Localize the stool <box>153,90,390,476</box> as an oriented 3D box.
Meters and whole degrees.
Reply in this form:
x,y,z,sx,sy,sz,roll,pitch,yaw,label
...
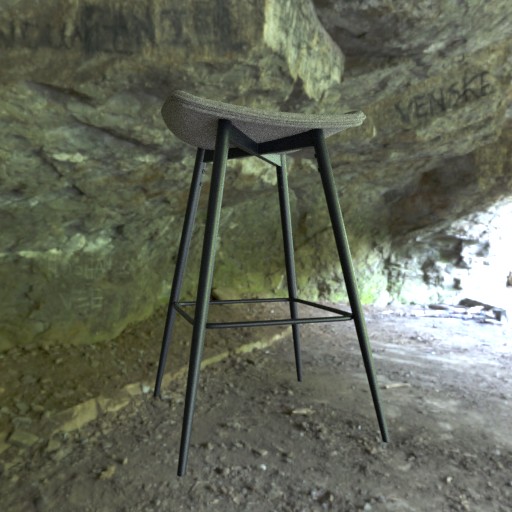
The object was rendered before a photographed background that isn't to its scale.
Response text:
x,y,z,sx,sy,sz,roll,pitch,yaw,label
0.000,0.000,1.121,0.469,0.814,0.480,0,1,-18,stool
